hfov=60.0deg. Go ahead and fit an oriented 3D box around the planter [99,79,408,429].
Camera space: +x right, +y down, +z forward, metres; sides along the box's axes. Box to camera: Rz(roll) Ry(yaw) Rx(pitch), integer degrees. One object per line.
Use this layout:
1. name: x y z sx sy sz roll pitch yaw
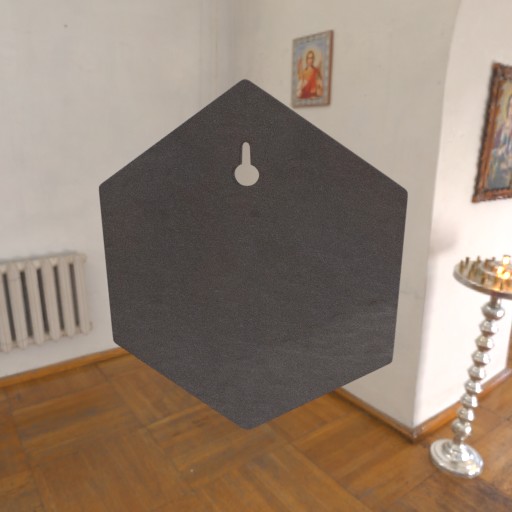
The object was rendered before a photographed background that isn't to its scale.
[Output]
1. planter: 0.000 0.000 0.287 0.169 0.206 0.077 2 16 8
